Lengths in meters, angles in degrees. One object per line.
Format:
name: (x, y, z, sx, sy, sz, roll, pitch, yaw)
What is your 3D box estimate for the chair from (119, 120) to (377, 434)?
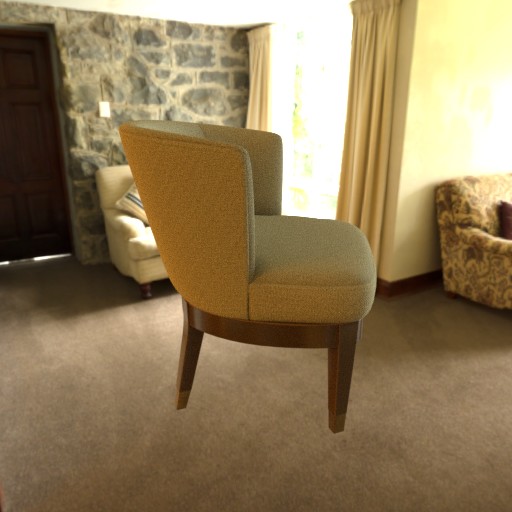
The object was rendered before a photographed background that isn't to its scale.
chair: (0.000, 0.000, 1.296, 0.660, 0.760, 0.700, 3, 18, 8)
